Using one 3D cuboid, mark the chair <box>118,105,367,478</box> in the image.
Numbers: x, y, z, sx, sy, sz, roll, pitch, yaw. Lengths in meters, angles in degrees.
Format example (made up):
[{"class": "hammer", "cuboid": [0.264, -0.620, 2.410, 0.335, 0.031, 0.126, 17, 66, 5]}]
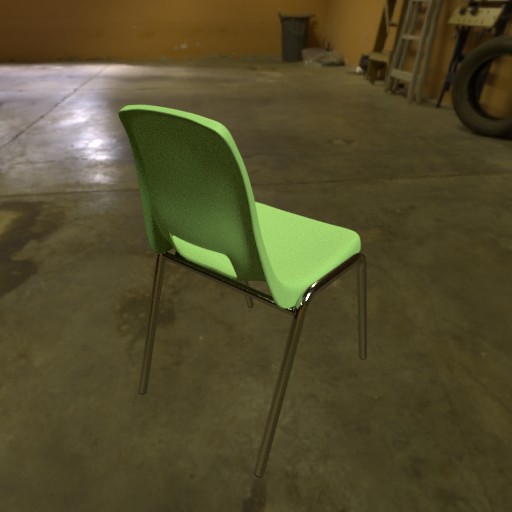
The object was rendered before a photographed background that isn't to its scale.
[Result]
[{"class": "chair", "cuboid": [0.000, 0.000, 0.914, 0.381, 0.653, 0.436, 21, 35, 32]}]
